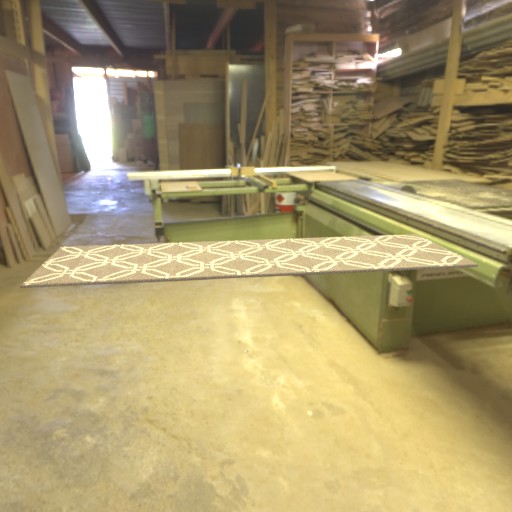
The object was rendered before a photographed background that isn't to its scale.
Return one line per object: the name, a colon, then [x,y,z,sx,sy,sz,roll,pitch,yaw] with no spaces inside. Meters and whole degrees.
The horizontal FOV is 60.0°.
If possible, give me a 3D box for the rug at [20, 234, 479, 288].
rug: [0.000,0.000,2.496,2.276,0.014,0.678,-2,17,-8]
